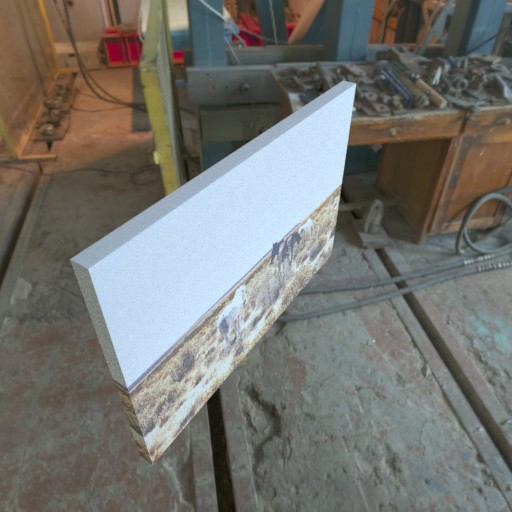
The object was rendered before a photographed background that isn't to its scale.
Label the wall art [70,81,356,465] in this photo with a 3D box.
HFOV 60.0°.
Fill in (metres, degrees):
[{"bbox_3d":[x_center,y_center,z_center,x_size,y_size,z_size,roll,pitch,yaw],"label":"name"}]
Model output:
[{"bbox_3d":[0.000,0.000,1.403,0.051,0.761,1.138,24,46,25],"label":"wall art"}]
